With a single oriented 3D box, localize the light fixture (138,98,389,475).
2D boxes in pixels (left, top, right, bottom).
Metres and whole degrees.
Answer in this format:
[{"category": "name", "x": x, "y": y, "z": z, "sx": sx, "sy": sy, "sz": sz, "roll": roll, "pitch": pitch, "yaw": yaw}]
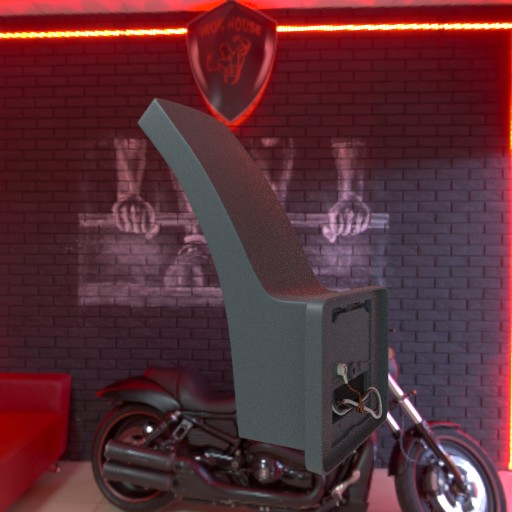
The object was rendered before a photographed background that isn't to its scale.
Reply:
[{"category": "light fixture", "x": 0.000, "y": 0.000, "z": 0.331, "sx": 0.174, "sy": 0.243, "sz": 0.108, "roll": 1, "pitch": 1, "yaw": 35}]
